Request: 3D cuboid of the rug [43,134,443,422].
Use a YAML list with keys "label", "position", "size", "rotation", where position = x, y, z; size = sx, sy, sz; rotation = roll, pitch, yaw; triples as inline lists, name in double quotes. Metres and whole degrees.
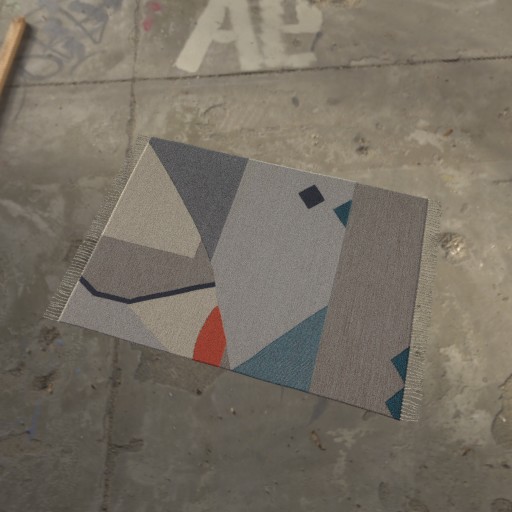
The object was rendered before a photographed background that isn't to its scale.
- label: "rug"
  position: [0.000, 0.000, 2.315]
  size: [1.828, 0.005, 1.220]
  rotation: [14, 64, 7]
